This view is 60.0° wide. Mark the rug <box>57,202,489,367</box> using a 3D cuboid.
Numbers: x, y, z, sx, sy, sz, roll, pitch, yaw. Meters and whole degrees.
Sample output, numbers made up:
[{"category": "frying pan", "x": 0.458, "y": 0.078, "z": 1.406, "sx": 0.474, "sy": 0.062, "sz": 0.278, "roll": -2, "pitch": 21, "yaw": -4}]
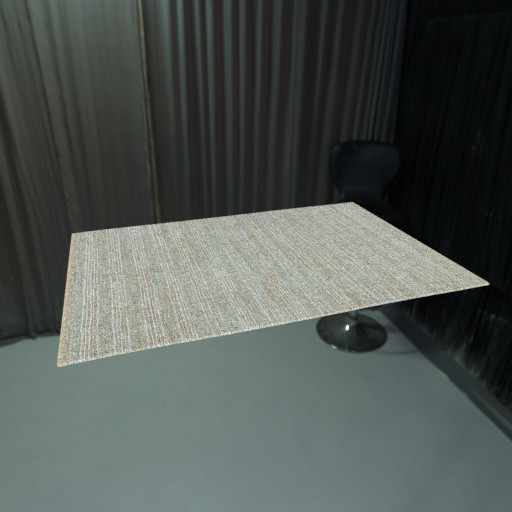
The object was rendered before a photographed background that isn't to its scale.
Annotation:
[{"category": "rug", "x": 0.000, "y": 0.000, "z": 2.284, "sx": 1.824, "sy": 0.010, "sz": 1.240, "roll": -8, "pitch": 26, "yaw": -17}]
